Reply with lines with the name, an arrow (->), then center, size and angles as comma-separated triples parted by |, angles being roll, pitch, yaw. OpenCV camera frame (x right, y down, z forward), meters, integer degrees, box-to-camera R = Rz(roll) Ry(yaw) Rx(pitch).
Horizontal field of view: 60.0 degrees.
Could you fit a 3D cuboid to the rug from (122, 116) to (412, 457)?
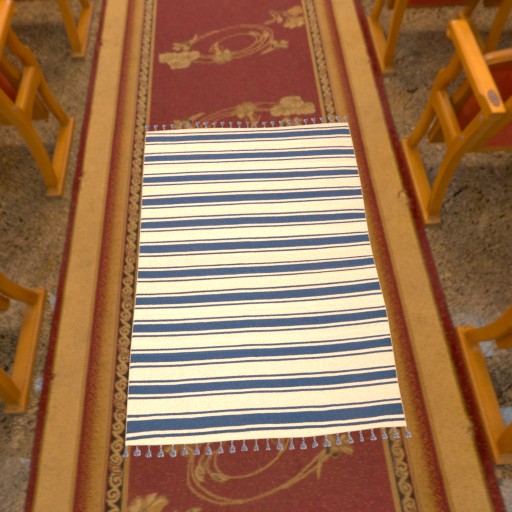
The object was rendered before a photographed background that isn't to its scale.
rug -> 0.000, 0.000, 2.862 | 1.544, 0.010, 2.315 | -3, 64, -1
